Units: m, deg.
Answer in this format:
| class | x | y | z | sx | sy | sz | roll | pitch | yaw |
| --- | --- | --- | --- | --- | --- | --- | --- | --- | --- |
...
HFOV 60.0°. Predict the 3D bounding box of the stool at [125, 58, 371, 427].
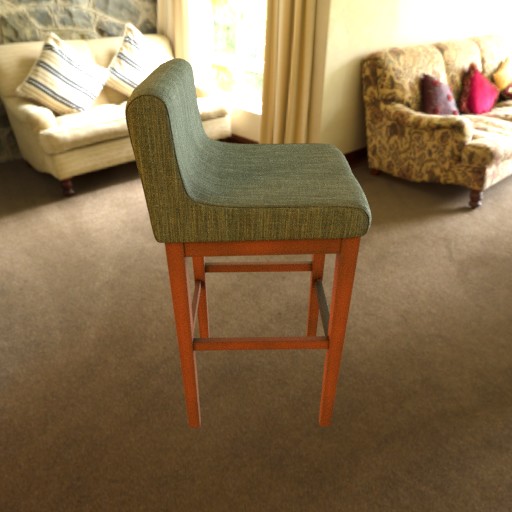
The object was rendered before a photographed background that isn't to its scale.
| class | x | y | z | sx | sy | sz | roll | pitch | yaw |
| --- | --- | --- | --- | --- | --- | --- | --- | --- | --- |
| stool | 0.000 | 0.000 | 1.227 | 0.499 | 0.965 | 0.426 | 0 | 32 | -1 |
